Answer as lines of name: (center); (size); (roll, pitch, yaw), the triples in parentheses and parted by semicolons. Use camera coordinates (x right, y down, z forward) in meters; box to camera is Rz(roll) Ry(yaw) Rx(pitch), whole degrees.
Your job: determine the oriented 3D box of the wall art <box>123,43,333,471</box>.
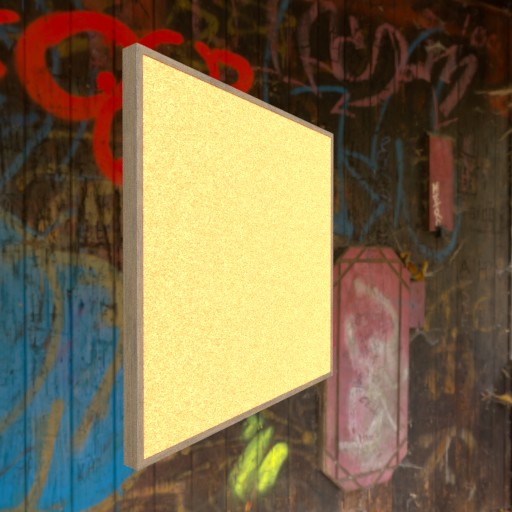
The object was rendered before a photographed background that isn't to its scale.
wall art: (0.000, 0.000, 1.100); (0.039, 0.758, 0.758); (0, 1, 37)
